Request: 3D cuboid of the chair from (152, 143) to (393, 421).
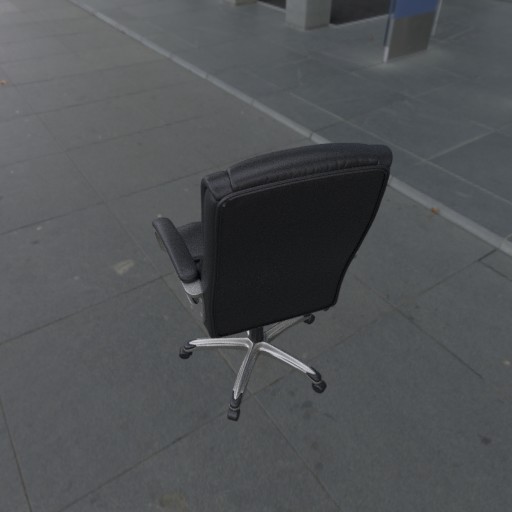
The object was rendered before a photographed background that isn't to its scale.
[{"bbox_3d":[0.000,0.000,1.615,0.663,1.155,0.739,-13,42,-15],"label":"chair"}]
